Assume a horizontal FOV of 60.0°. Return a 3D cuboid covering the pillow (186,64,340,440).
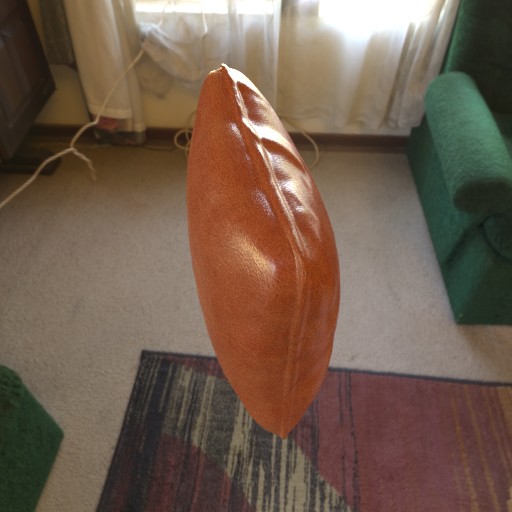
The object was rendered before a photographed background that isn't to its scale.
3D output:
[{"bbox_3d":[0.000,0.000,0.822,0.236,0.523,0.532,-10,48,-9],"label":"pillow"}]
